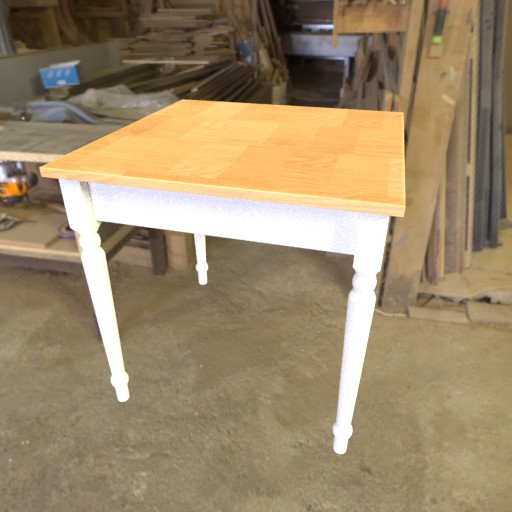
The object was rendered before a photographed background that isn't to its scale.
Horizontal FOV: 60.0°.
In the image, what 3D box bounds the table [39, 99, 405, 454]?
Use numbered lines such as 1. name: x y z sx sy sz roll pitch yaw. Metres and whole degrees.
1. table: 0.000 0.000 1.349 0.747 0.738 0.747 8 31 14
